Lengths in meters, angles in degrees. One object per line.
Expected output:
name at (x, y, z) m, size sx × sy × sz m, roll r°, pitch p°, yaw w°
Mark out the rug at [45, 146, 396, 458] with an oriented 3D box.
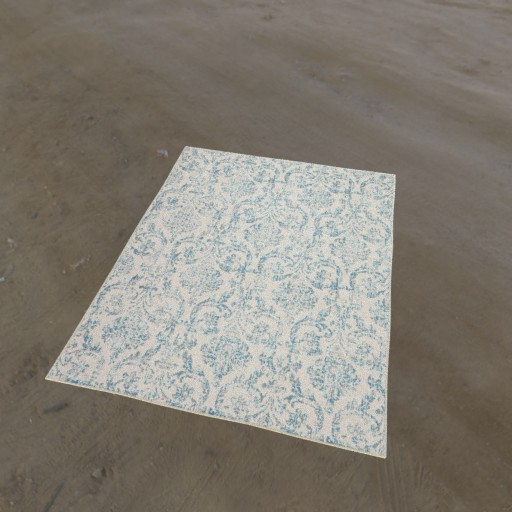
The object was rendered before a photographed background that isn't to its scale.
rug at (0.000, 0.000, 3.931) m, size 2.363 × 0.012 × 2.980 m, roll 10°, pitch 48°, yaw 9°
